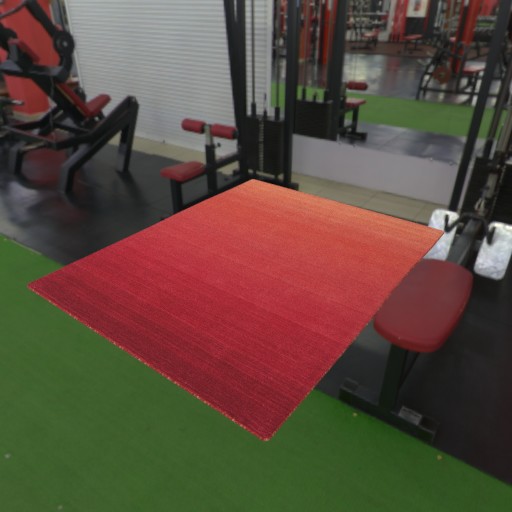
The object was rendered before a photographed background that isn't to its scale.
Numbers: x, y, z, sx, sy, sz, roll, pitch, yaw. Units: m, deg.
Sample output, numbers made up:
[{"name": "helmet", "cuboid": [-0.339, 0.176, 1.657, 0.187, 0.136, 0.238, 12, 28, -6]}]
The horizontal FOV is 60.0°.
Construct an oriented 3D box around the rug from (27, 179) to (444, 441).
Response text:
[{"name": "rug", "cuboid": [0.000, 0.000, 3.847, 2.340, 0.028, 2.905, 21, 36, 31]}]
